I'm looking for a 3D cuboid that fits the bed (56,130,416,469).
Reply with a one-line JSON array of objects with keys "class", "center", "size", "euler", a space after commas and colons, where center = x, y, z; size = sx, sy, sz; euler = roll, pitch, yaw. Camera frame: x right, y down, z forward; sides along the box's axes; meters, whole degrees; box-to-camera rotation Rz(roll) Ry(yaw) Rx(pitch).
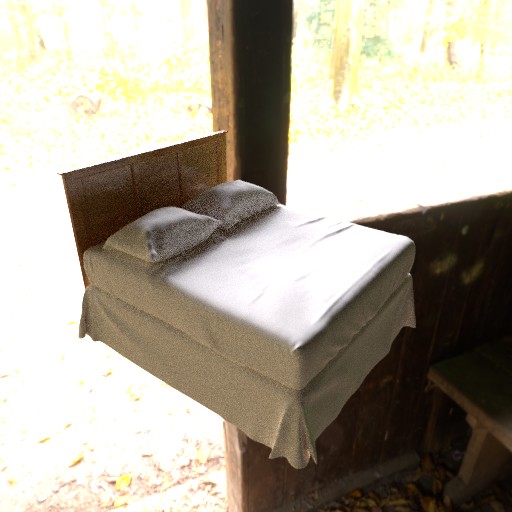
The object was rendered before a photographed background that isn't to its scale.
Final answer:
[{"class": "bed", "center": [0.000, 0.000, 3.201], "size": [2.035, 1.273, 1.870], "euler": [19, 33, 32]}]
